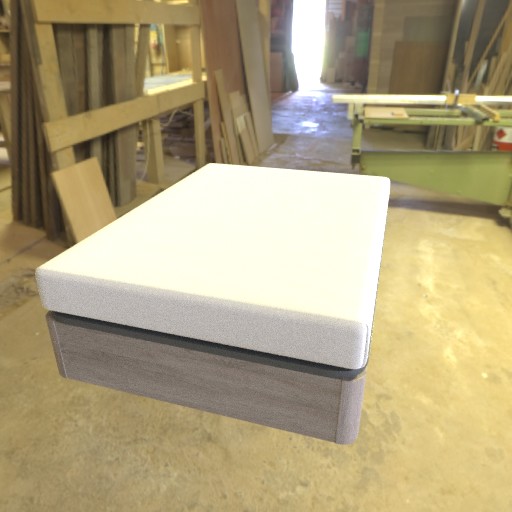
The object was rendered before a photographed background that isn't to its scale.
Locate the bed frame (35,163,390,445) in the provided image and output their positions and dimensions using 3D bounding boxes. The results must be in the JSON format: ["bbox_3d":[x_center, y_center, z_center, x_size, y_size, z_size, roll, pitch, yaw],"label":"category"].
[{"bbox_3d":[0.000,0.000,2.579,1.400,0.561,1.900,8,27,16],"label":"bed frame"}]
